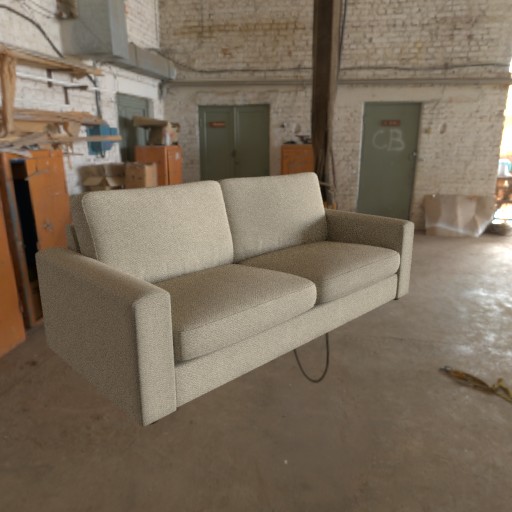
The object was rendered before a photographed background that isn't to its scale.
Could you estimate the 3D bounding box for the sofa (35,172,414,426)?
[{"bbox_3d":[0.000,0.000,2.676,2.179,0.873,1.016,-15,21,-43],"label":"sofa"}]
